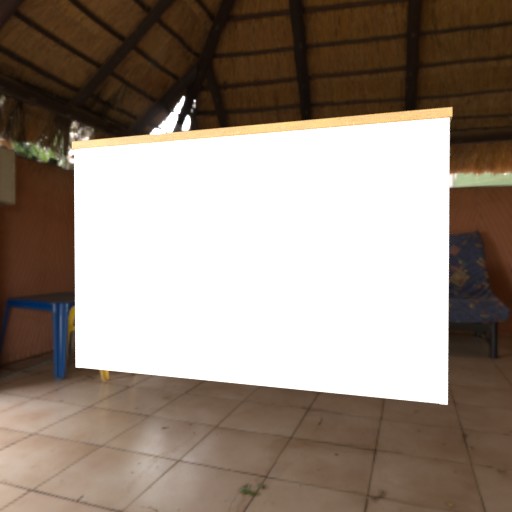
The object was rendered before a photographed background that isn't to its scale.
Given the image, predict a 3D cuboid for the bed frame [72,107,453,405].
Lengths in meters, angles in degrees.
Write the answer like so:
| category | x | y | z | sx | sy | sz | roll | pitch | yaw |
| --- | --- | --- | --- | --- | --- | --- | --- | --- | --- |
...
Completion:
| category | x | y | z | sx | sy | sz | roll | pitch | yaw |
| --- | --- | --- | --- | --- | --- | --- | --- | --- | --- |
| bed frame | 0.000 | 0.000 | 1.655 | 1.300 | 0.850 | 0.430 | 0 | 1 | 18 |
